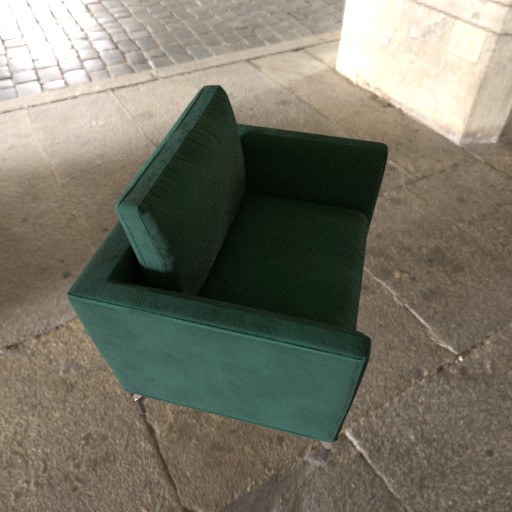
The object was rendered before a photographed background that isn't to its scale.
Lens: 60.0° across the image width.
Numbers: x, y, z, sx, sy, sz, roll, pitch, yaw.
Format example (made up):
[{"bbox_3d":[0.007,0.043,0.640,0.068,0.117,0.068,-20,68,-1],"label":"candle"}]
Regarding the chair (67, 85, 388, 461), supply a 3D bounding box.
[{"bbox_3d":[0.000,0.000,1.693,0.852,0.997,1.047,10,47,10],"label":"chair"}]
